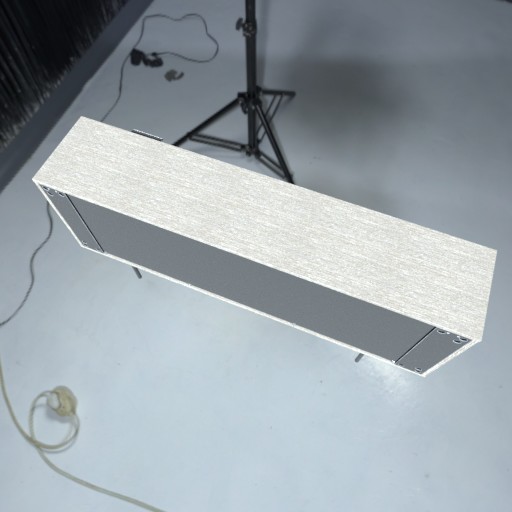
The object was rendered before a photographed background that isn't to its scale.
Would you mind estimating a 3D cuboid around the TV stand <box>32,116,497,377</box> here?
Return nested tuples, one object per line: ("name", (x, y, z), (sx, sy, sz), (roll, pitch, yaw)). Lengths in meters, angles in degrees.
("TV stand", (0.000, 0.000, 2.085), (1.804, 0.787, 0.405), (20, 64, 10))
